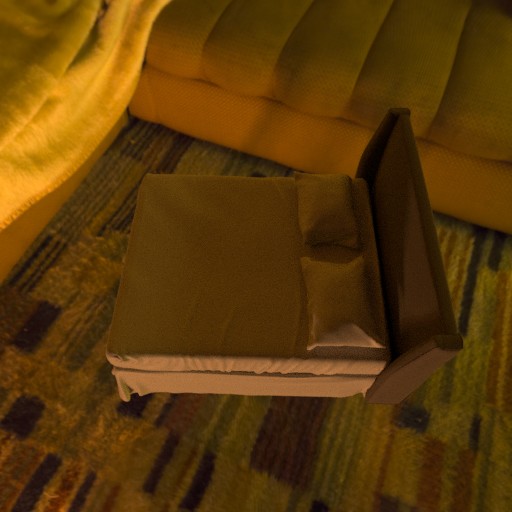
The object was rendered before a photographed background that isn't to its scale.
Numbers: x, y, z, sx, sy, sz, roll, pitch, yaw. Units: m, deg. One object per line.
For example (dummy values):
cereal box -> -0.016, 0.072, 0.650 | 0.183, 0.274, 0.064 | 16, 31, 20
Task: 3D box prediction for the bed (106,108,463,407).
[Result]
bed -> 0.000, 0.000, 3.396 | 2.276, 1.332, 1.925 | 1, 58, 1
